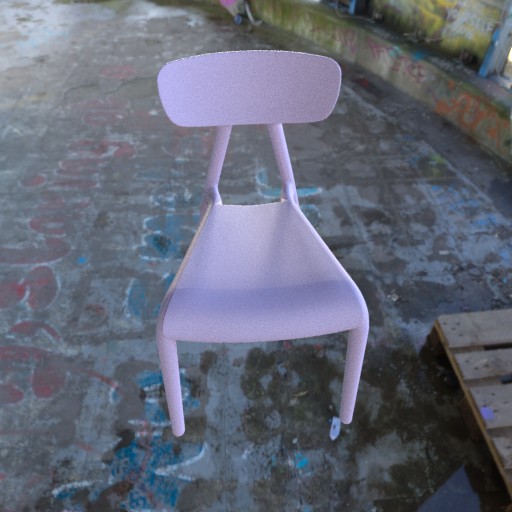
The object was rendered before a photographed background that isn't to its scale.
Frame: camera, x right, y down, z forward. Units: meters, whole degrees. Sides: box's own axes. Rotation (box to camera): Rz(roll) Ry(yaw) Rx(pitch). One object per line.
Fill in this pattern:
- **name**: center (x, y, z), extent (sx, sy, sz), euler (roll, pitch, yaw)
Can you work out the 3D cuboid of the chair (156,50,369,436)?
- **chair**: center (0.000, 0.000, 0.800), extent (0.356, 0.580, 0.401), euler (-3, 47, -3)
